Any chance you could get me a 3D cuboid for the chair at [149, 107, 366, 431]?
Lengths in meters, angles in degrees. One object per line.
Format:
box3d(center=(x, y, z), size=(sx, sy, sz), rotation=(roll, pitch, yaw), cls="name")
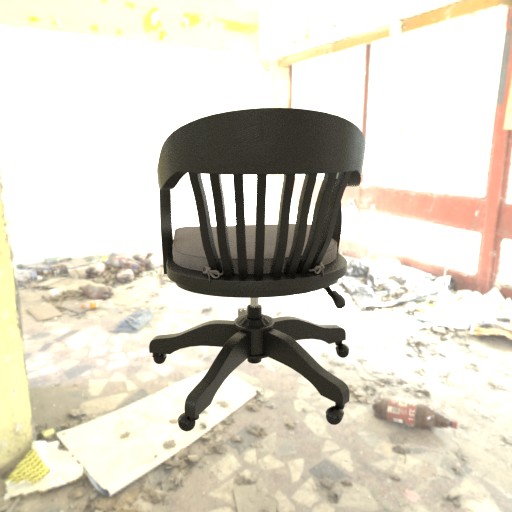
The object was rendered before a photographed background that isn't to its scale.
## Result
box3d(center=(0.000, 0.000, 1.465), size=(0.750, 0.878, 0.788), rotation=(-2, 14, -8), cls="chair")
